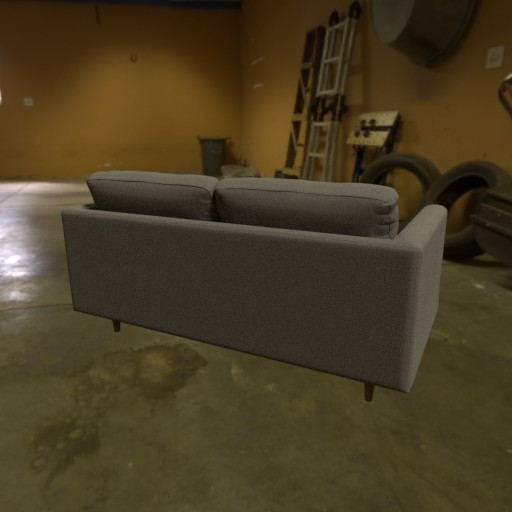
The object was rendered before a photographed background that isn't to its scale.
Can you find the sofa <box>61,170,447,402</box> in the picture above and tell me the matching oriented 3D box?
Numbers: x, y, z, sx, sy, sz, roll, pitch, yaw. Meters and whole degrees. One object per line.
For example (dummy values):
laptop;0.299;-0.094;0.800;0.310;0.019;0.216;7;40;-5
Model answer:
sofa;0.000;0.000;2.266;1.713;0.866;0.940;8;18;27
